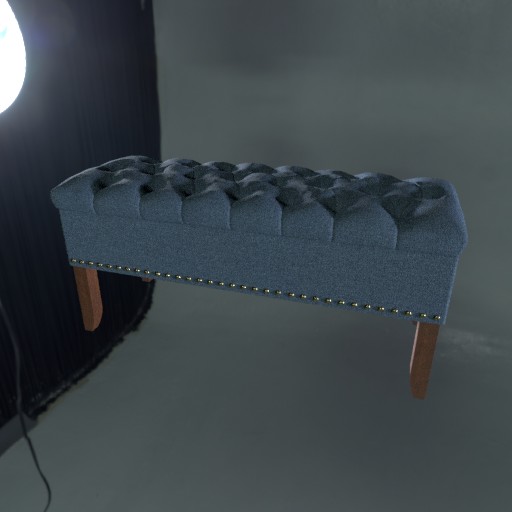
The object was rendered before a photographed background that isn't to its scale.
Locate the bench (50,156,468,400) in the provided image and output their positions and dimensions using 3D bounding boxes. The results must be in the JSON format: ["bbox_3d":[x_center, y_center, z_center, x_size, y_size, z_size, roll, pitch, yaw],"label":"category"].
[{"bbox_3d":[0.000,0.000,1.316,1.052,0.492,0.417,8,26,16],"label":"bench"}]
